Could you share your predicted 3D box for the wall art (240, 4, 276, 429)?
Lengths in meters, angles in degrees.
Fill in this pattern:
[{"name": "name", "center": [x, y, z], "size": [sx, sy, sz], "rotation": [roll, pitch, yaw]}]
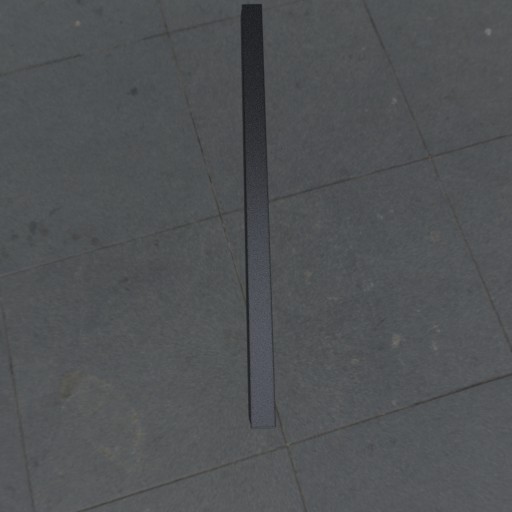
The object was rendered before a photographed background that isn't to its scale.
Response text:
[{"name": "wall art", "center": [0.000, 0.000, 1.524], "size": [0.053, 1.194, 0.950], "rotation": [-1, 77, 0]}]
